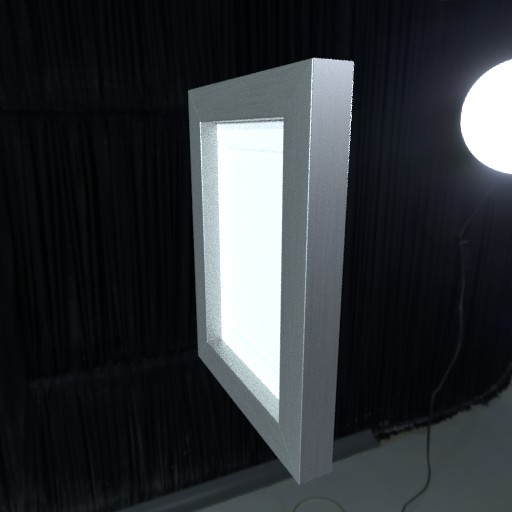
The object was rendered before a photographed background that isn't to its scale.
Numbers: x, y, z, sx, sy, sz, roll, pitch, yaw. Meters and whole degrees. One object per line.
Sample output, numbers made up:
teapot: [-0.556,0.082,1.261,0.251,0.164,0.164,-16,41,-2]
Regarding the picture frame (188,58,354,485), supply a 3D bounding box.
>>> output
picture frame: [0.000,0.000,0.279,0.028,0.208,0.157,-8,17,-26]
